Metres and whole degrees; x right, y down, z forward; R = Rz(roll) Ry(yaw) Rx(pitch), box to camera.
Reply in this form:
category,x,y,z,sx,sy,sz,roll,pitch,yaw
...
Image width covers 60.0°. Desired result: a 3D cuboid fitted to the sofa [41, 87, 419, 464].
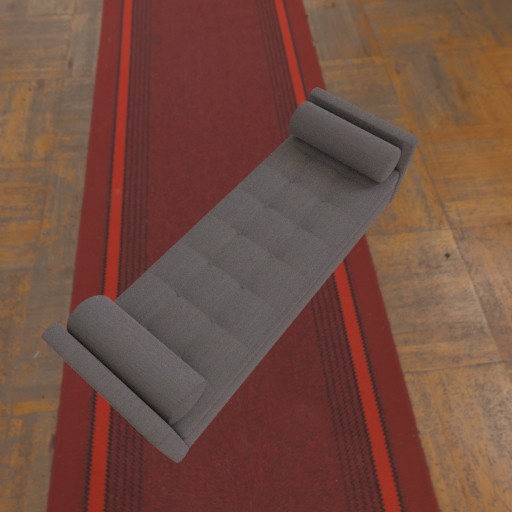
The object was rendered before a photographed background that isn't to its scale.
category,x,y,z,sx,sy,sz,roll,pitch,yaw
sofa,0.000,0.000,2.346,0.686,0.635,1.981,35,65,19
